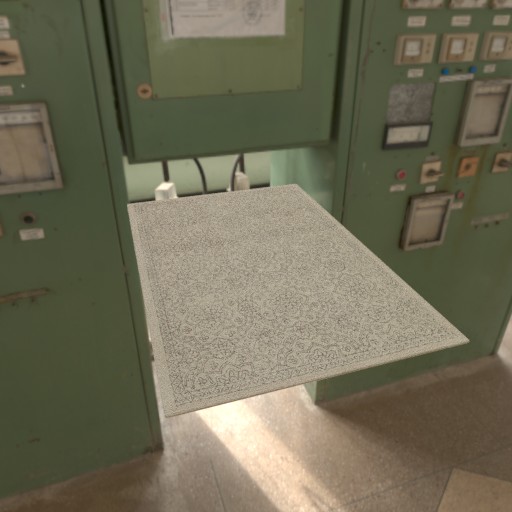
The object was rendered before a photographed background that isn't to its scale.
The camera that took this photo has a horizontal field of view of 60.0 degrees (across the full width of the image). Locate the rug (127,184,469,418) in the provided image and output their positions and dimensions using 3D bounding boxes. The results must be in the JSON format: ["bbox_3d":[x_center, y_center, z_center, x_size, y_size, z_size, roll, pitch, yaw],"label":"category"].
[{"bbox_3d":[0.000,0.000,2.367,1.219,0.010,1.829,-9,32,-15],"label":"rug"}]
